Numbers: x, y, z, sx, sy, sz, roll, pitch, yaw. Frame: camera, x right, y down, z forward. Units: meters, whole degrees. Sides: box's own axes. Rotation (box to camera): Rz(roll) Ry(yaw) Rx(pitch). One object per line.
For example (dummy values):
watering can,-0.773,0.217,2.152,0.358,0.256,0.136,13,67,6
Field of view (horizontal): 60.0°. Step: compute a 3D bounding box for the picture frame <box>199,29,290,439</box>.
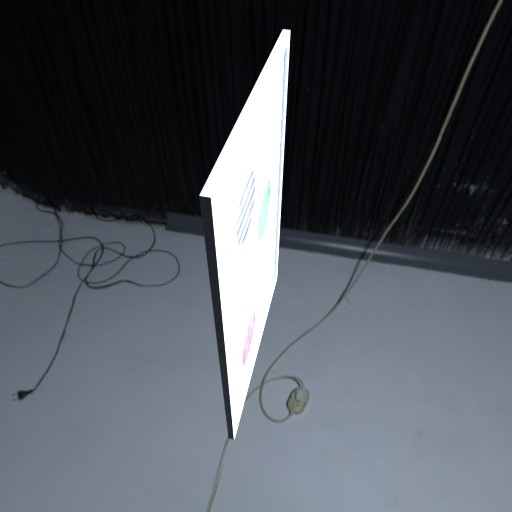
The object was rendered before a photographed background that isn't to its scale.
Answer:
picture frame,0.000,0.000,0.847,0.013,0.657,0.457,10,48,9
